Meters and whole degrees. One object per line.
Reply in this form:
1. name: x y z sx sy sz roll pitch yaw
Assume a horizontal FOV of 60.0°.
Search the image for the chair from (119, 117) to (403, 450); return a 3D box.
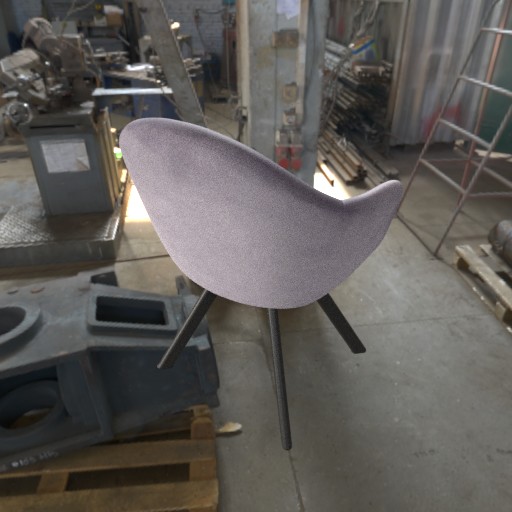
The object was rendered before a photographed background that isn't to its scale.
1. chair: 0.000 0.000 1.137 0.570 0.780 0.540 21 37 31
